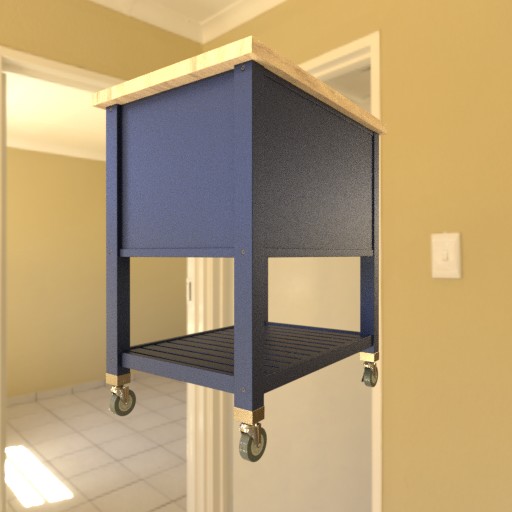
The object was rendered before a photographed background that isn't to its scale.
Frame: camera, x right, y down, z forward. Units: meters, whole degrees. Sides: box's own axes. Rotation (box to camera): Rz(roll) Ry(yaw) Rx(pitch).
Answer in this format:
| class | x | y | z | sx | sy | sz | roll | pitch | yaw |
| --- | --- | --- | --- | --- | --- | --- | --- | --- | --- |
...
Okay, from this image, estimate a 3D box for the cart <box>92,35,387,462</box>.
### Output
| class | x | y | z | sx | sy | sz | roll | pitch | yaw |
| --- | --- | --- | --- | --- | --- | --- | --- | --- | --- |
| cart | 0.000 | 0.000 | 1.411 | 0.567 | 0.920 | 0.797 | 0 | 0 | 36 |
